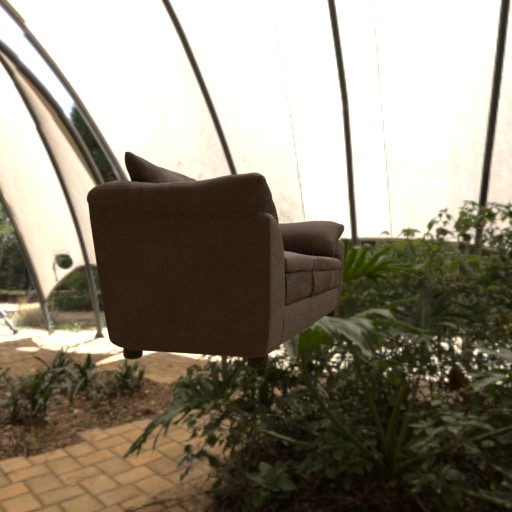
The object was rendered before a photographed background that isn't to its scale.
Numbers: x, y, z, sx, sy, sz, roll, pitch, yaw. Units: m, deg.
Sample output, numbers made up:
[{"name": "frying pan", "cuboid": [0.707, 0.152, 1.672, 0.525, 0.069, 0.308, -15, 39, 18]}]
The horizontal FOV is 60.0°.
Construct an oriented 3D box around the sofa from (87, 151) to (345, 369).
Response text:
[{"name": "sofa", "cuboid": [0.000, 0.000, 2.909, 0.893, 0.981, 2.377, 0, -1, 18]}]
